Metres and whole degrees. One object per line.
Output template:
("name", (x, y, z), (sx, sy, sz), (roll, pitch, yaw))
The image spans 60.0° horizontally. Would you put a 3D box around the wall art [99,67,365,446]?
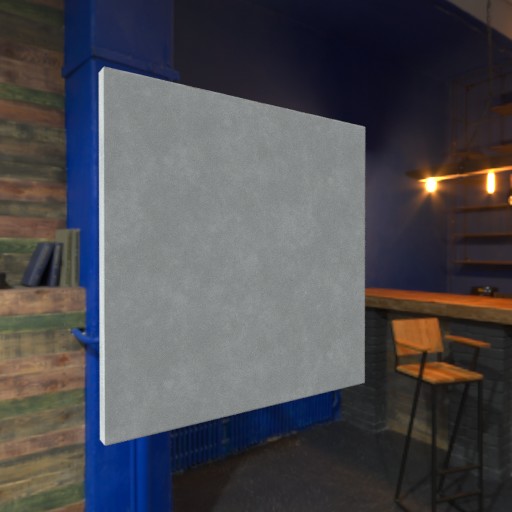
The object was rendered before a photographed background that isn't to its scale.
("wall art", (0.000, 0.000, 0.445), (0.303, 0.303, 0.015), (0, 1, -34))
